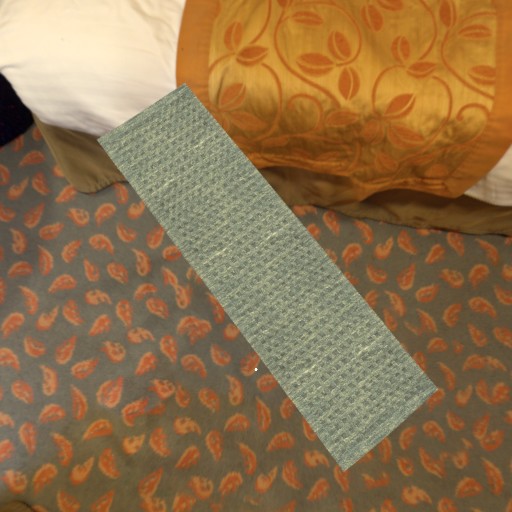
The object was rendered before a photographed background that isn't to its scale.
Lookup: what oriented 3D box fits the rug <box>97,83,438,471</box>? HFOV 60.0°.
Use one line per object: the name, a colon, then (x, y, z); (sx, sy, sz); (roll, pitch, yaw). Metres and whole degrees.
rug: (0.000, 0.000, 2.633); (0.688, 0.008, 2.443); (-36, 78, -9)
